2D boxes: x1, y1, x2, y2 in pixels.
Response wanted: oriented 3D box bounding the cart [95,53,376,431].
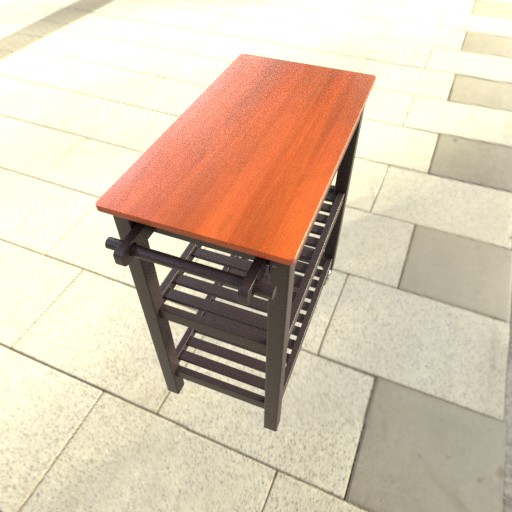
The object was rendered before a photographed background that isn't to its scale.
[{"bbox_3d":[0.000,0.000,1.489,0.457,0.927,0.899,16,49,14],"label":"cart"}]
